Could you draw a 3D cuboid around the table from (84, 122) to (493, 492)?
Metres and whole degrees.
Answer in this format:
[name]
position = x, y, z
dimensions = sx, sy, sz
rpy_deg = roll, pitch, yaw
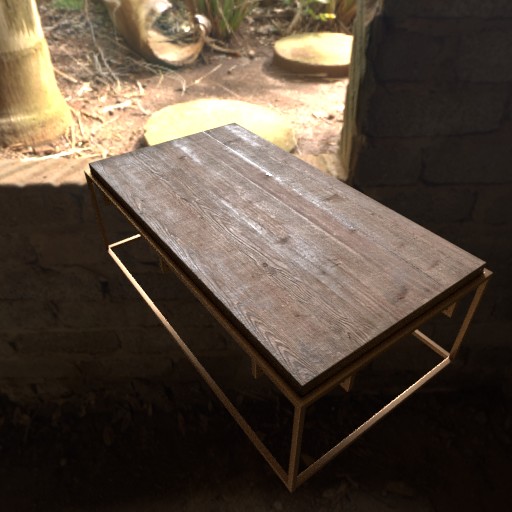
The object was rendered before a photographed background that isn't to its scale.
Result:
[table]
position = 0.000, 0.000, 1.728
dimensions = 0.775, 0.468, 1.387
rpy_deg = -25, 45, -28
